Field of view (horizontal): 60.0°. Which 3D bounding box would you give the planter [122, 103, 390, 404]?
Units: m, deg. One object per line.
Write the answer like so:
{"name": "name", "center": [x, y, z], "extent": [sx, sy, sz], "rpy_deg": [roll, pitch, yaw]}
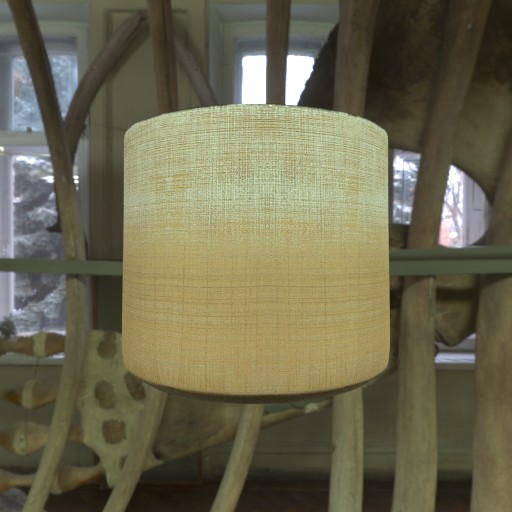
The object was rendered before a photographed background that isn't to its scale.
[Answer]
{"name": "planter", "center": [0.000, 0.000, 0.438], "extent": [0.254, 0.221, 0.254], "rpy_deg": [0, 1, 0]}
